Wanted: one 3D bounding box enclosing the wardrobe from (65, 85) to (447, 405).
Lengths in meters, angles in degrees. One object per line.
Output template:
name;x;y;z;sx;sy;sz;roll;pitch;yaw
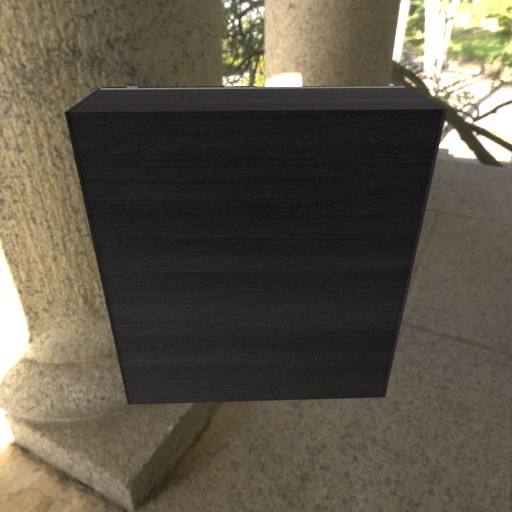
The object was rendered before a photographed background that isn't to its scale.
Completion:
wardrobe;0.000;0.000;2.827;1.780;1.960;0.629;-1;31;-2
